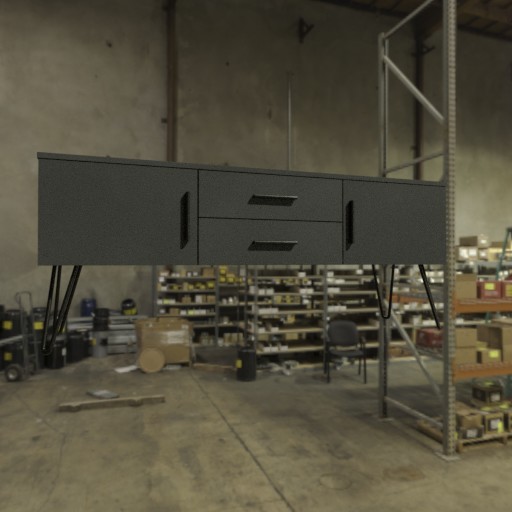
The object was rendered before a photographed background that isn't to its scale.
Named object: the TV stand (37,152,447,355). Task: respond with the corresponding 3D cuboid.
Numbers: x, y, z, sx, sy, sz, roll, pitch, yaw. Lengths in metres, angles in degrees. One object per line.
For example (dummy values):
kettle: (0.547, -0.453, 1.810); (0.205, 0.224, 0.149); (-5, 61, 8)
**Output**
TV stand: (0.000, 0.000, 1.616); (1.400, 0.560, 0.400); (0, -1, -19)
